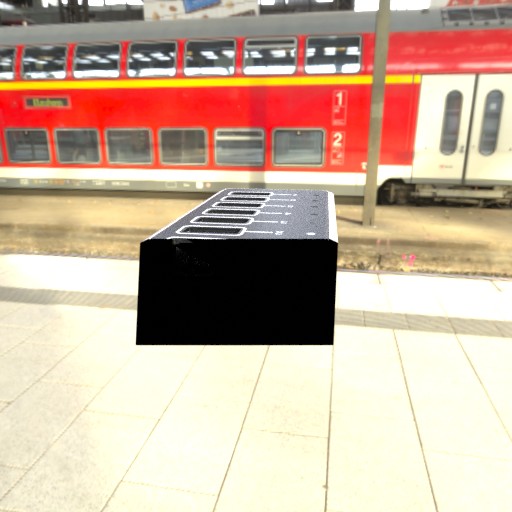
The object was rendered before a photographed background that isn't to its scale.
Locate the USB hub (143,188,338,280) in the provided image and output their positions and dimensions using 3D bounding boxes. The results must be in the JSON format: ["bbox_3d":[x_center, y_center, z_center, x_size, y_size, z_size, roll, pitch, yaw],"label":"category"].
[{"bbox_3d":[0.000,0.000,0.127,0.044,0.023,0.110,3,17,8],"label":"USB hub"}]
